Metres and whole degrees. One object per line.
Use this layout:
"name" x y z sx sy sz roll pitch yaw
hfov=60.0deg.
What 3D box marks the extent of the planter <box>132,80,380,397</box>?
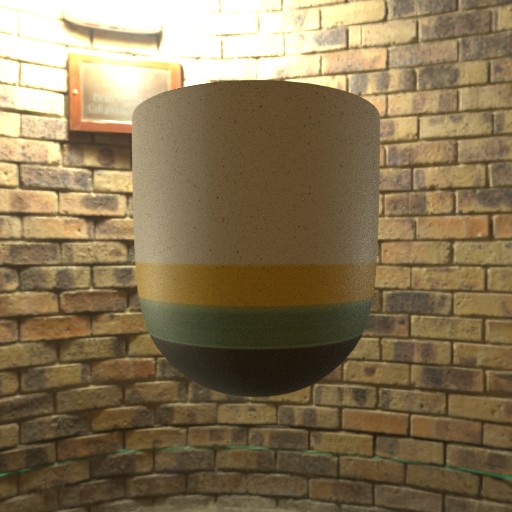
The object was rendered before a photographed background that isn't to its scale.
"planter" 0.000 0.000 0.363 0.195 0.214 0.195 0 1 0
